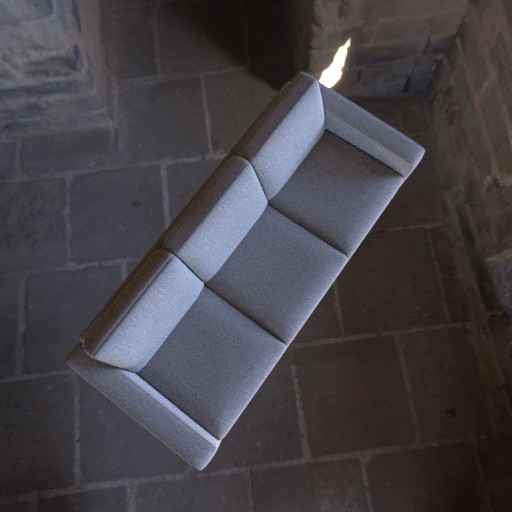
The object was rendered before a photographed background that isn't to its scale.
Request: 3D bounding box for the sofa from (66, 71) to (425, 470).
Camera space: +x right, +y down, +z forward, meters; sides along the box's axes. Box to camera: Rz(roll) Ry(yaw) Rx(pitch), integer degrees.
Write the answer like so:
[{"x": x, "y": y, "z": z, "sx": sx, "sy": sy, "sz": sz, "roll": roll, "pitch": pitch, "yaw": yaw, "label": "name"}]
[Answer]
[{"x": 0.000, "y": 0.000, "z": 2.546, "sx": 0.900, "sy": 0.800, "sz": 2.120, "roll": 35, "pitch": 79, "yaw": 8, "label": "sofa"}]
